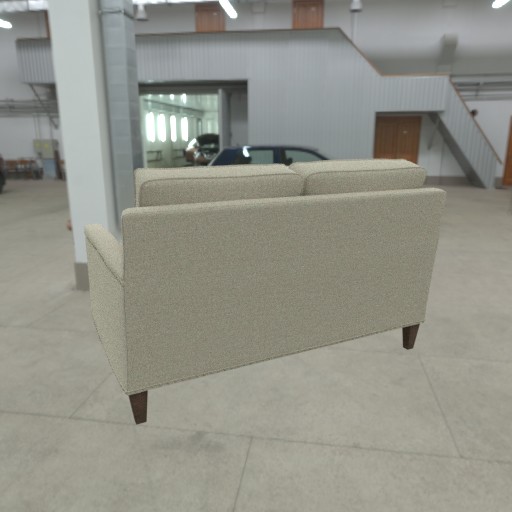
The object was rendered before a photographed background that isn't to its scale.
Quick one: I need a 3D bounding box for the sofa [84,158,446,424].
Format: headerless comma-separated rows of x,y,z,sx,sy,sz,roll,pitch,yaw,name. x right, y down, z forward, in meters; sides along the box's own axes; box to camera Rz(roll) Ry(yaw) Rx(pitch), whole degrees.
0.000,0.000,2.316,1.597,1.003,1.084,-7,17,-26,sofa
